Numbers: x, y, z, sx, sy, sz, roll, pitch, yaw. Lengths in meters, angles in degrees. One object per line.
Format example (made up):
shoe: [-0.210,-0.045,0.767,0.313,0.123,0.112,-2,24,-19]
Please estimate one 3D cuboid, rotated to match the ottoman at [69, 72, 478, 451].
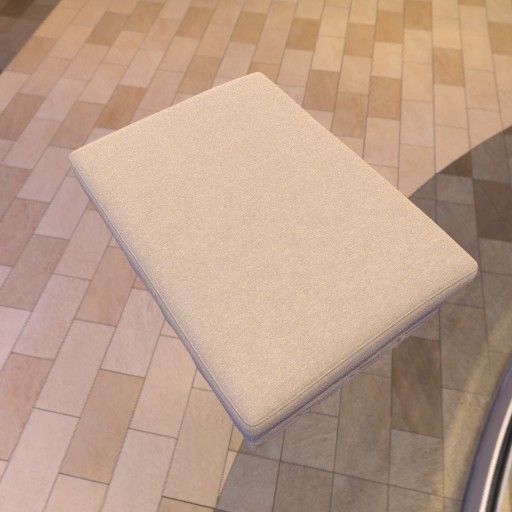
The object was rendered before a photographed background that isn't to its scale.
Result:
ottoman: [0.000,0.000,1.126,0.569,0.500,0.771,-31,63,-18]
